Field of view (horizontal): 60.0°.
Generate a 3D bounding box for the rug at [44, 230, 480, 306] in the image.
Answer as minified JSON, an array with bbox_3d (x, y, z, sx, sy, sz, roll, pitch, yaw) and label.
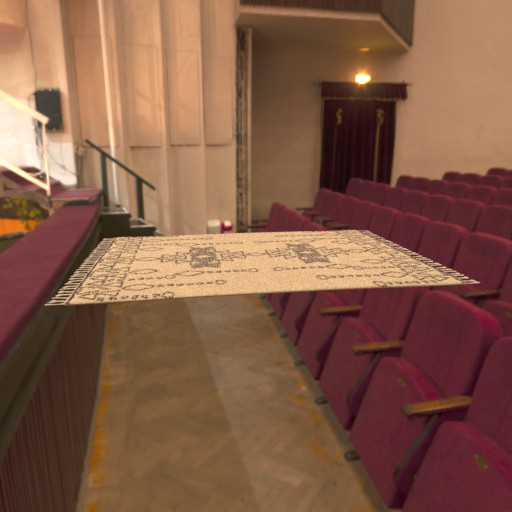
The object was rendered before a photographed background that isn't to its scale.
[{"bbox_3d":[0.000,0.000,4.020,3.027,0.028,2.125,-2,14,-9],"label":"rug"}]
